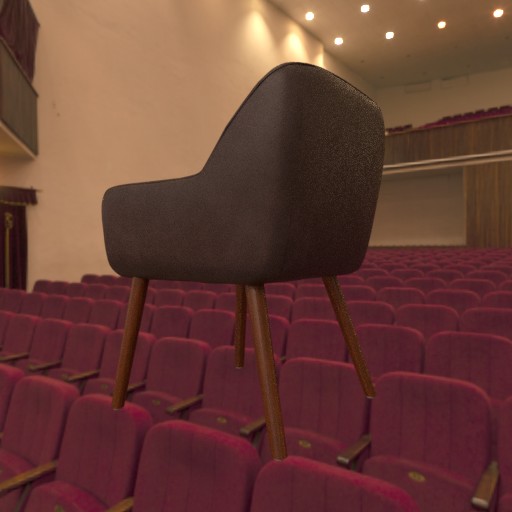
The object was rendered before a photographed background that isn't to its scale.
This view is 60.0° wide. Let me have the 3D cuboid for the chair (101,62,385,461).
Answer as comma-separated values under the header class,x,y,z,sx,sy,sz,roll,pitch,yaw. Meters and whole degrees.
class,x,y,z,sx,sy,sz,roll,pitch,yaw
chair,0.000,0.000,1.245,0.610,0.828,0.610,1,1,37
